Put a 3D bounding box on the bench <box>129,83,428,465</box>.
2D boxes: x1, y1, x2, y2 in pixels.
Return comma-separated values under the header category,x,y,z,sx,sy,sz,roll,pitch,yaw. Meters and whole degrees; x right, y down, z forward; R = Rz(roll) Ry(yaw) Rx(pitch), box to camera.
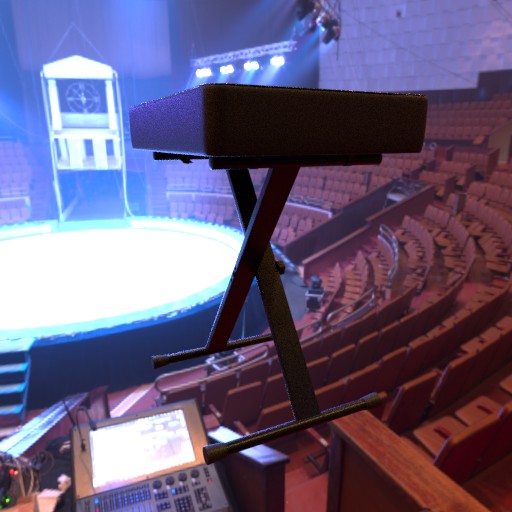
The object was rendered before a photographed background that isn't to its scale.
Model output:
category,x,y,z,sx,sy,sz,roll,pitch,yaw
bench,0.000,0.000,0.763,0.321,0.500,0.424,-7,16,-26
